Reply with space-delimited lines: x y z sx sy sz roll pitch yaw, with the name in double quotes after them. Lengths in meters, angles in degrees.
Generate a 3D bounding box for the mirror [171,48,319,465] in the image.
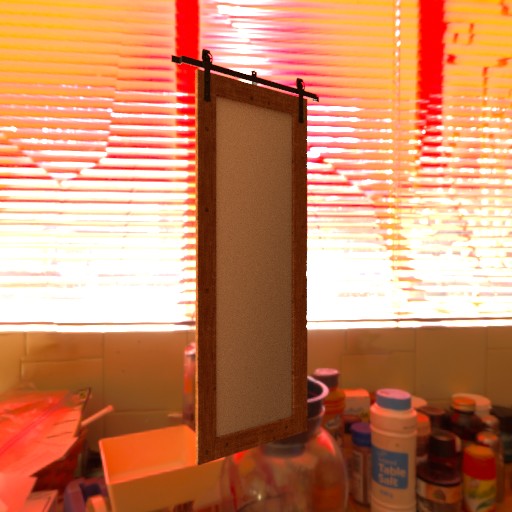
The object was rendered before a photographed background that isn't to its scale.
0.000 0.000 2.089 0.847 1.793 0.042 0 0 -36 "mirror"
